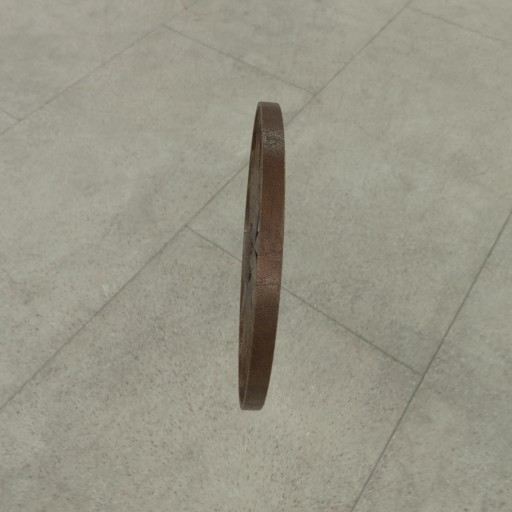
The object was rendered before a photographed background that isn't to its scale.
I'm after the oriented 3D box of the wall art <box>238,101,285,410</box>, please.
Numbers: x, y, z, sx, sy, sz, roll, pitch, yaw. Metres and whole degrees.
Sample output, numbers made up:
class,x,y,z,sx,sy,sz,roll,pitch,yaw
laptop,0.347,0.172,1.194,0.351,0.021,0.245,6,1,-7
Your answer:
class,x,y,z,sx,sy,sz,roll,pitch,yaw
wall art,0.000,0.000,0.885,0.084,0.583,0.582,1,58,0
